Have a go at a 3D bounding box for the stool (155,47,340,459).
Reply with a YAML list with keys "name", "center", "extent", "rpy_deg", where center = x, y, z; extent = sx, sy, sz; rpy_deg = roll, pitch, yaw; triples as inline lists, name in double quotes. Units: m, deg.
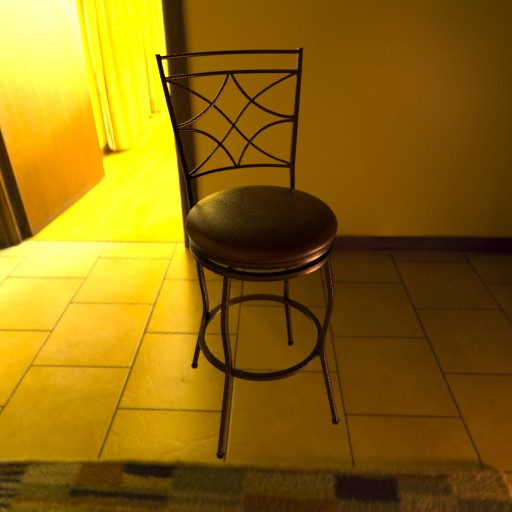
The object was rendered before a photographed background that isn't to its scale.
- name: "stool"
  center: [0.000, 0.000, 1.375]
  extent: [0.434, 1.117, 0.534]
  rpy_deg: [-10, 33, -15]
